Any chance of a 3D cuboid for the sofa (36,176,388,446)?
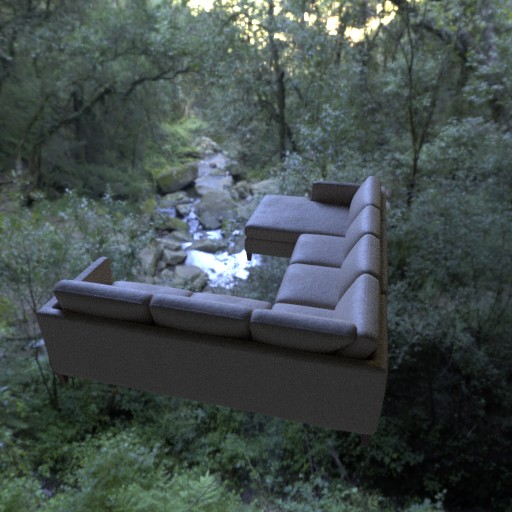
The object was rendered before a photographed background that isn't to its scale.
[{"bbox_3d":[0.000,0.000,4.529,2.551,0.889,3.403,7,30,12],"label":"sofa"}]
